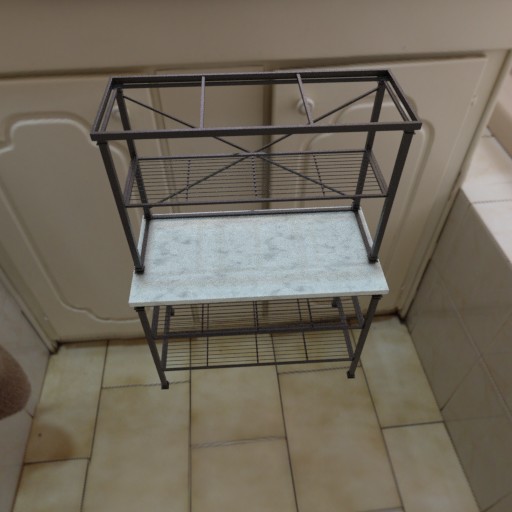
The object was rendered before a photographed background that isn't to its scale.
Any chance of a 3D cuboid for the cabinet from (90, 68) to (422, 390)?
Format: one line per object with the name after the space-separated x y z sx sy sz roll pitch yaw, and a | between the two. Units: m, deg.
0.000 0.000 2.289 1.210 1.659 0.610 -3 47 -2 | cabinet
